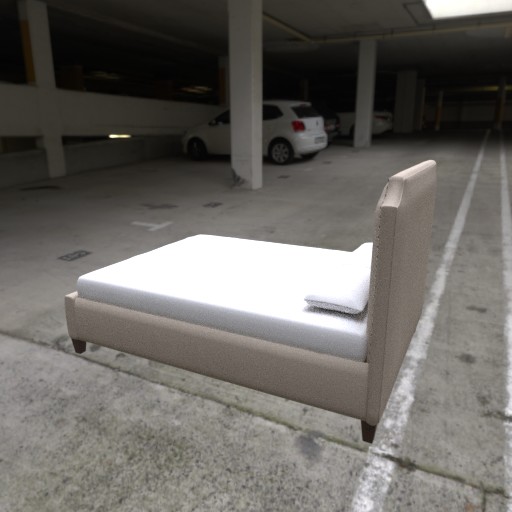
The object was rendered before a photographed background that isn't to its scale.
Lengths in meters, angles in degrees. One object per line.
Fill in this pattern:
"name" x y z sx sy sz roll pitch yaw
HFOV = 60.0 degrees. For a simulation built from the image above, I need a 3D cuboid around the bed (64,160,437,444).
"bed" 0.000 0.000 3.422 2.372 1.443 1.713 8 17 26
